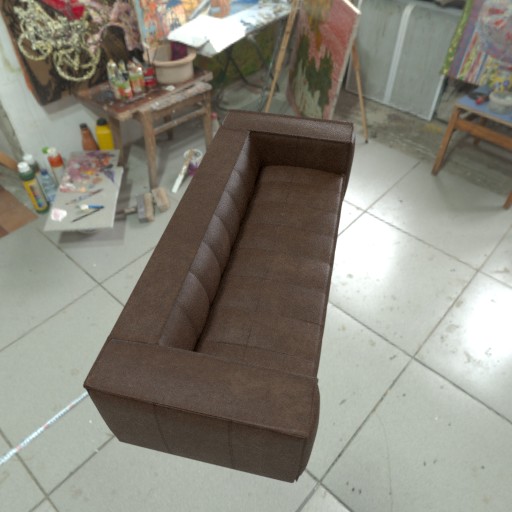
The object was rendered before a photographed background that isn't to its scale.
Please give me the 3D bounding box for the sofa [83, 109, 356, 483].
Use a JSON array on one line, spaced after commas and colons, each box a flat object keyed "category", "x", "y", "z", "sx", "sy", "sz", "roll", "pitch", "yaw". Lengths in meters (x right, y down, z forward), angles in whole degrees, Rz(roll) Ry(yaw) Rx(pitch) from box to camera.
[{"category": "sofa", "x": 0.000, "y": 0.000, "z": 2.993, "sx": 1.102, "sy": 0.701, "sz": 2.581, "roll": 9, "pitch": 48, "yaw": 9}]
